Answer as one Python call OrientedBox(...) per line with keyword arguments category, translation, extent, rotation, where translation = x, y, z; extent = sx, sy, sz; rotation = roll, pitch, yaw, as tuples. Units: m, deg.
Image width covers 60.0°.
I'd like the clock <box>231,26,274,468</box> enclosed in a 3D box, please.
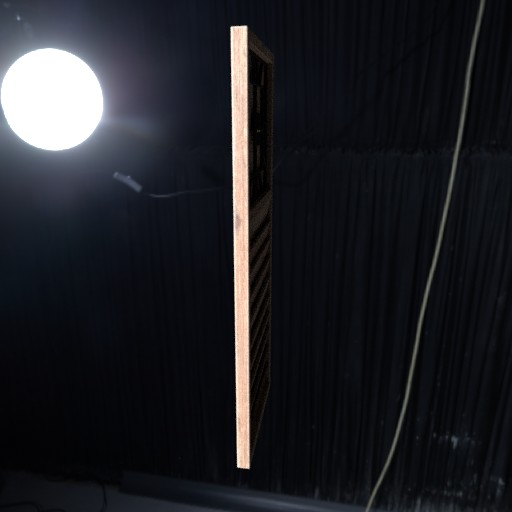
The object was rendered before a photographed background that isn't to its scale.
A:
OrientedBox(category="clock", translation=(0.000, 0.000, 1.101), extent=(0.030, 0.965, 0.361), rotation=(3, 17, 9))
